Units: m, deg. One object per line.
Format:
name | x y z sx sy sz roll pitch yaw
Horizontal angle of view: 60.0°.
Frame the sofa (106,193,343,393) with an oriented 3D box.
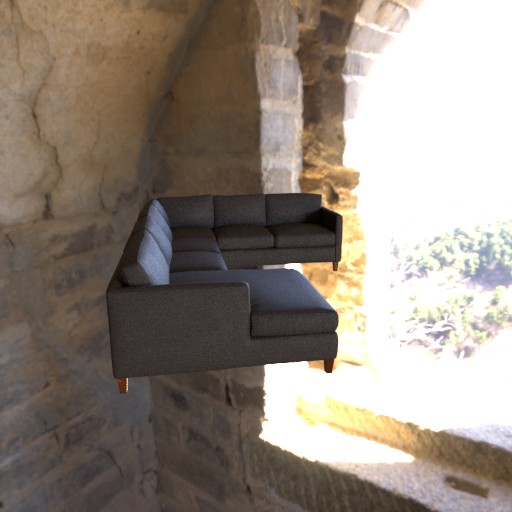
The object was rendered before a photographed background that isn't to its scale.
sofa | 0.000 0.000 4.703 2.594 0.961 3.460 -3 15 -10
